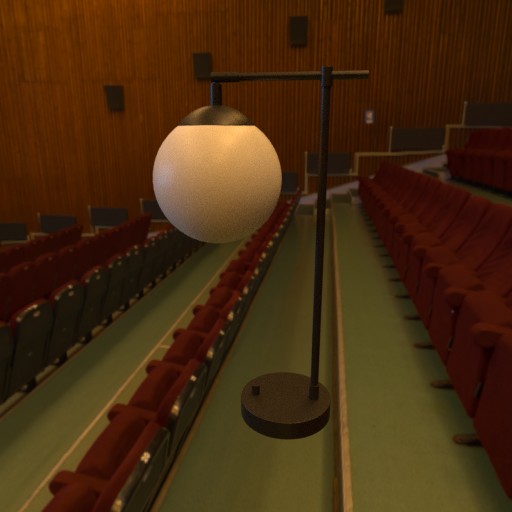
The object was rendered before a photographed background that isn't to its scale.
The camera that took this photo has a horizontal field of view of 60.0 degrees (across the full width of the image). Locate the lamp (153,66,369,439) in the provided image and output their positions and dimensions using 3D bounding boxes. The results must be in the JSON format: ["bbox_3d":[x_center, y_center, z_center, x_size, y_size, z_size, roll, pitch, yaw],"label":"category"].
[{"bbox_3d":[0.000,0.000,0.711,0.316,0.559,0.197,2,16,8],"label":"lamp"}]
